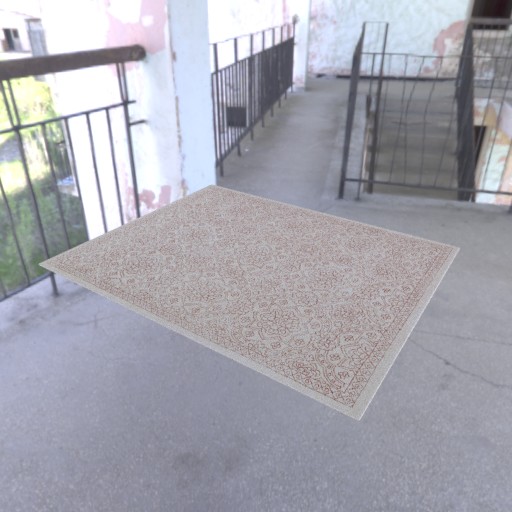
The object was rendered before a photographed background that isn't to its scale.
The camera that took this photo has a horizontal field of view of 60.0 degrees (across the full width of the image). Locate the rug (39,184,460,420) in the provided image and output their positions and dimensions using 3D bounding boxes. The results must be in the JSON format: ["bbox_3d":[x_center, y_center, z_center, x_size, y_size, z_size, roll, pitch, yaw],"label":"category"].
[{"bbox_3d":[0.000,0.000,4.096,3.050,0.015,2.441,18,34,29],"label":"rug"}]
